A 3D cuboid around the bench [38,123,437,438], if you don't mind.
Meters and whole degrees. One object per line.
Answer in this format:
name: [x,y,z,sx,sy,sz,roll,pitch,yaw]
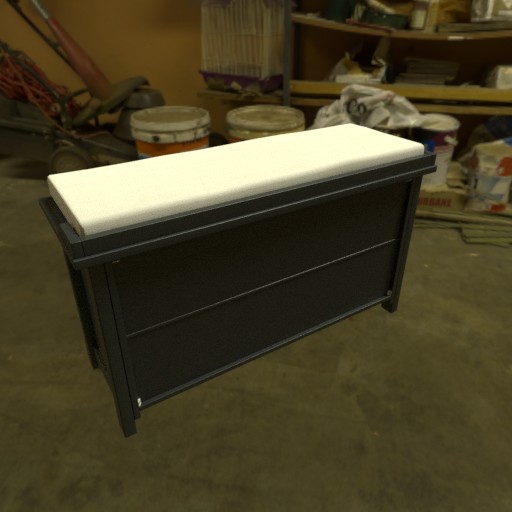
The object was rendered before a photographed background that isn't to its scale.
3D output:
bench: [0.000,0.000,1.232,0.973,0.561,0.345,-18,34,-28]
